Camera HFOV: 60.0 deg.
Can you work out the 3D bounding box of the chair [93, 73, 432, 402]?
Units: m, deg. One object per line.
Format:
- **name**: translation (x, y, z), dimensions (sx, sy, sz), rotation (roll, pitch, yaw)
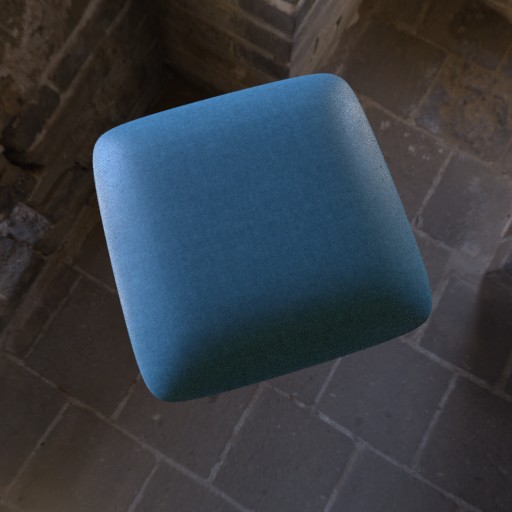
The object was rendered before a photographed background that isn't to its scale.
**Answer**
- **chair**: translation (0.000, 0.000, 0.708), dimensions (0.360, 0.450, 0.360), rotation (-16, 77, -4)
